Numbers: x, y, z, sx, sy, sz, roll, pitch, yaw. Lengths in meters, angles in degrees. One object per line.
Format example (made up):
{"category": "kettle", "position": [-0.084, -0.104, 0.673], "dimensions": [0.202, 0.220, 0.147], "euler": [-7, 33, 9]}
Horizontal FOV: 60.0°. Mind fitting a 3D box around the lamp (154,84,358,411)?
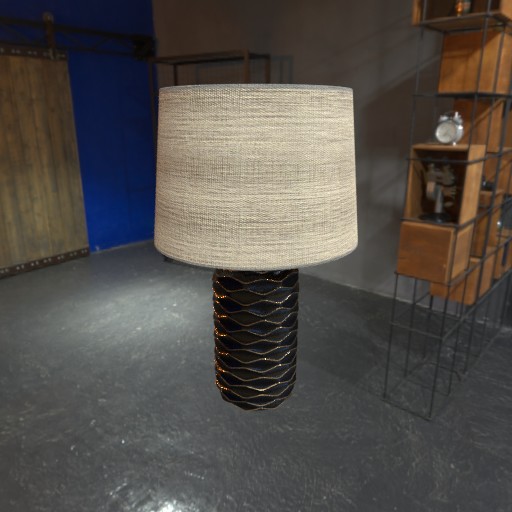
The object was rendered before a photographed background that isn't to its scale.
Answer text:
{"category": "lamp", "position": [0.000, 0.000, 0.849], "dimensions": [0.376, 0.594, 0.376], "euler": [0, 18, 0]}
